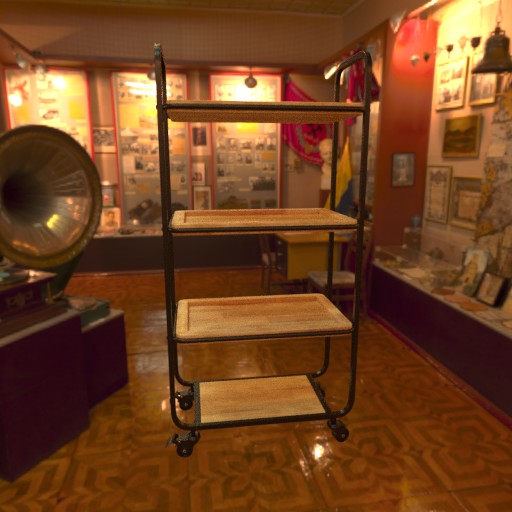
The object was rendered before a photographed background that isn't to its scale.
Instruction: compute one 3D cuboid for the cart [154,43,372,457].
[{"bbox_3d":[0.000,0.000,1.279,0.545,1.080,0.321,-2,13,-8],"label":"cart"}]
